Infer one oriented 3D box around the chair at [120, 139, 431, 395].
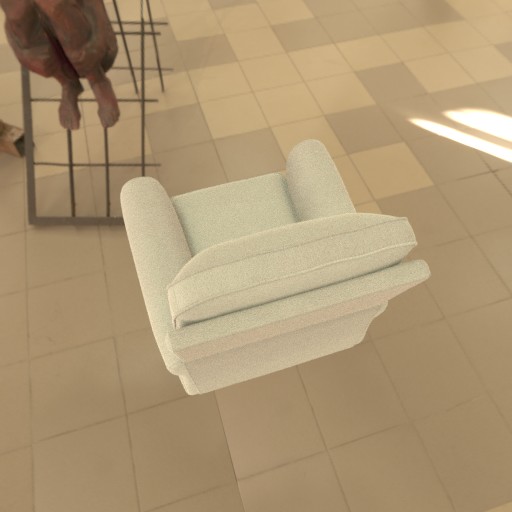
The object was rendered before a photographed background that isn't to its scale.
[{"bbox_3d":[0.000,0.000,1.666,0.890,0.960,0.878,-15,58,-10],"label":"chair"}]
